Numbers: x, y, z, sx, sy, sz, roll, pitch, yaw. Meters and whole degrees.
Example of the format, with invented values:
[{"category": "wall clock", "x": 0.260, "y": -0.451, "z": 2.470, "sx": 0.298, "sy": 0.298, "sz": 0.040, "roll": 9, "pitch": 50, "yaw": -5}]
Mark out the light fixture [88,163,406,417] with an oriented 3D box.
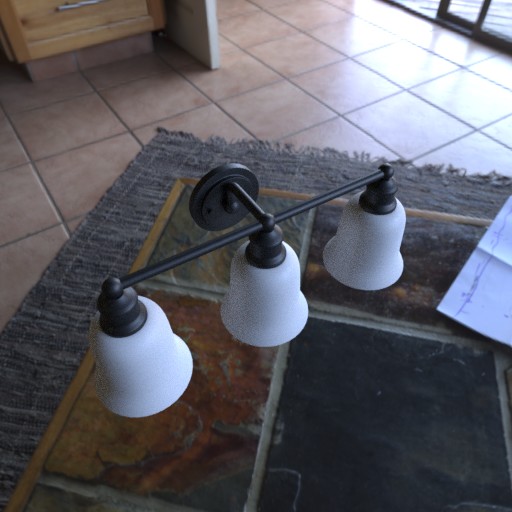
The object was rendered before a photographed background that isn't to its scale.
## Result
[{"category": "light fixture", "x": 0.000, "y": 0.000, "z": 0.674, "sx": 0.570, "sy": 0.211, "sz": 0.198, "roll": -24, "pitch": 52, "yaw": -21}]
